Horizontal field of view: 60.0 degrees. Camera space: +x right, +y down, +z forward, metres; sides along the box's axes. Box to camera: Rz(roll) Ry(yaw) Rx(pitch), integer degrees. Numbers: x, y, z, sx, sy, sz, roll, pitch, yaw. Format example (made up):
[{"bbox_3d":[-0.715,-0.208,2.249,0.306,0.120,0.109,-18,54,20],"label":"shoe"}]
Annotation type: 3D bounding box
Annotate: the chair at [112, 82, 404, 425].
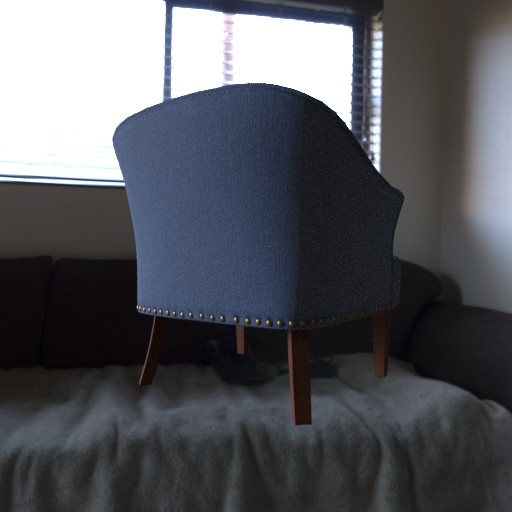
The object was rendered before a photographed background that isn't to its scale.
[{"bbox_3d":[0.000,0.000,1.407,0.798,0.815,0.704,0,0,35],"label":"chair"}]
